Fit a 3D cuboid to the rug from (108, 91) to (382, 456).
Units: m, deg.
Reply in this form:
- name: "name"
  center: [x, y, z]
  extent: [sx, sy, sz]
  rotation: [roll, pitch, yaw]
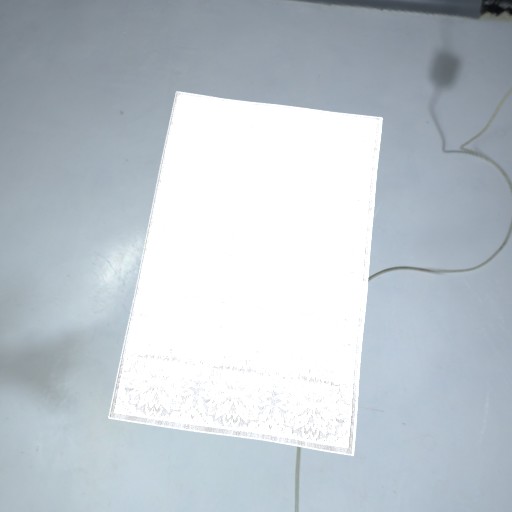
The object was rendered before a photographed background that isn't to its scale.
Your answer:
- name: "rug"
  center: [0.000, 0.000, 3.550]
  extent: [1.819, 0.018, 2.746]
  rotation: [8, 77, 2]
